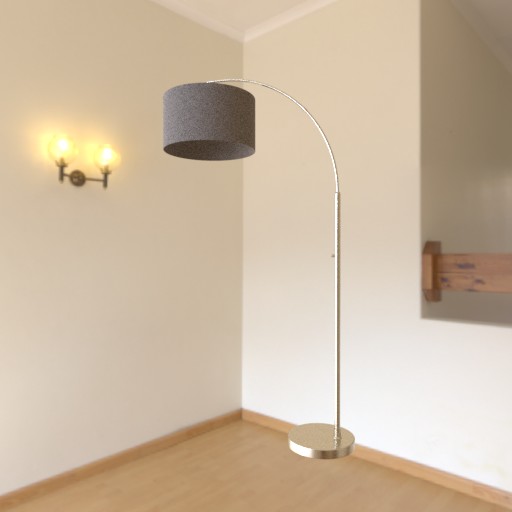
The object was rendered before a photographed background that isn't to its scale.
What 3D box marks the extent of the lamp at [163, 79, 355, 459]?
[{"bbox_3d":[0.000,0.000,2.132,0.934,1.735,0.452,0,0,18],"label":"lamp"}]
